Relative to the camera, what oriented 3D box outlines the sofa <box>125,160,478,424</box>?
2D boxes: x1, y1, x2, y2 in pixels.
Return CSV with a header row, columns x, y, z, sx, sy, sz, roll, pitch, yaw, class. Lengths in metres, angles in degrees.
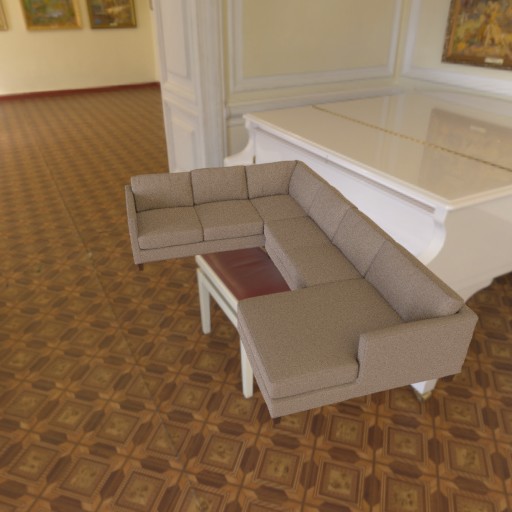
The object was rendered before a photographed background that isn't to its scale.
x,y,z,sx,sy,sz,roll,pitch,yaw,class
0.000,0.000,4.495,2.424,0.865,3.438,-8,31,-14,sofa
